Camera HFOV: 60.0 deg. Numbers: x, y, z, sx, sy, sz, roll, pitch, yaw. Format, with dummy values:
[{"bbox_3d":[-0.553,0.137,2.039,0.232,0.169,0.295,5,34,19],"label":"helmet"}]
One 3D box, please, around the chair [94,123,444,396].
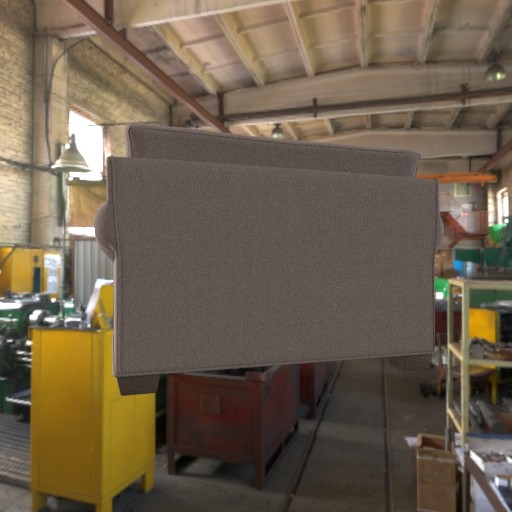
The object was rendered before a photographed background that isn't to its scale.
[{"bbox_3d":[0.000,0.000,2.034,1.390,0.930,0.930,0,-1,-18],"label":"chair"}]
